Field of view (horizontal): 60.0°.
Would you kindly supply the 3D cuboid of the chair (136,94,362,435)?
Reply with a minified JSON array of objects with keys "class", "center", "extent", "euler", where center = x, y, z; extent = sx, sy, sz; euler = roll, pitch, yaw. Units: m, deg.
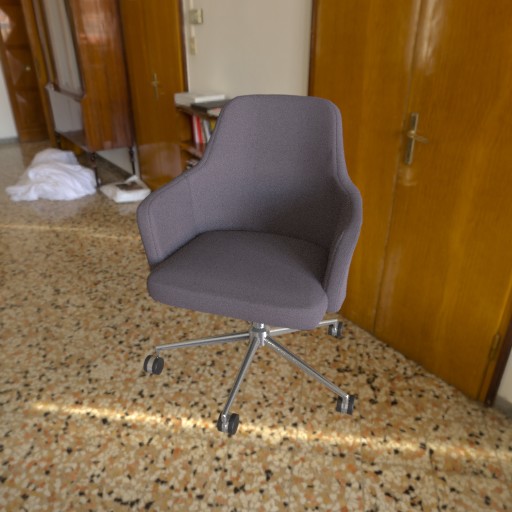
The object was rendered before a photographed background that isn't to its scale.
[{"class":"chair","center":[0.000,0.000,1.274],"extent":[0.655,0.820,0.600],"euler":[9,28,17]}]
